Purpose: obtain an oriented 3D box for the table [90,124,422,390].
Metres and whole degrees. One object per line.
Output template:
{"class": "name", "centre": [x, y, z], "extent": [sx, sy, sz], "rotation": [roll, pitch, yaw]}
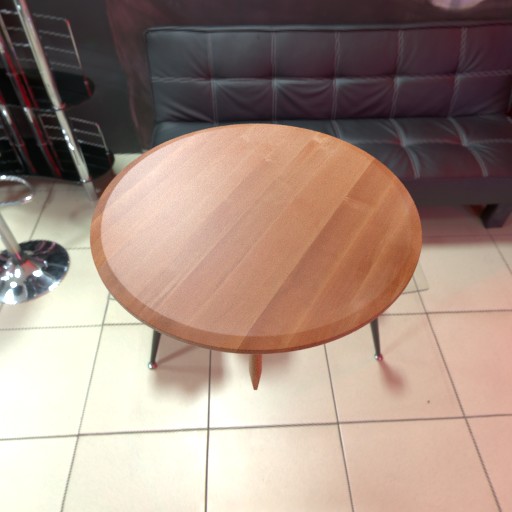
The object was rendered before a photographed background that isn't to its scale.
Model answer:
{"class": "table", "centre": [0.000, 0.000, 1.380], "extent": [0.900, 0.400, 0.900], "rotation": [0, 47, 0]}
